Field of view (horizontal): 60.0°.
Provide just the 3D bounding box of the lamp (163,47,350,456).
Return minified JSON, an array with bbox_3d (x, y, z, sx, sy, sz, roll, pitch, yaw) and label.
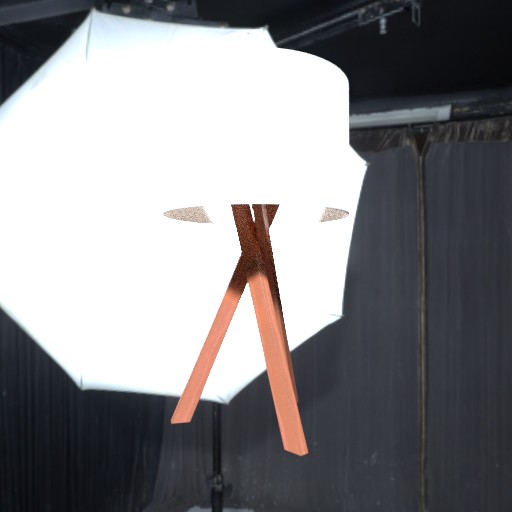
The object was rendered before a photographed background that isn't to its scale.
[{"bbox_3d":[0.000,0.000,0.919,0.380,0.686,0.380,-1,-2,18],"label":"lamp"}]
